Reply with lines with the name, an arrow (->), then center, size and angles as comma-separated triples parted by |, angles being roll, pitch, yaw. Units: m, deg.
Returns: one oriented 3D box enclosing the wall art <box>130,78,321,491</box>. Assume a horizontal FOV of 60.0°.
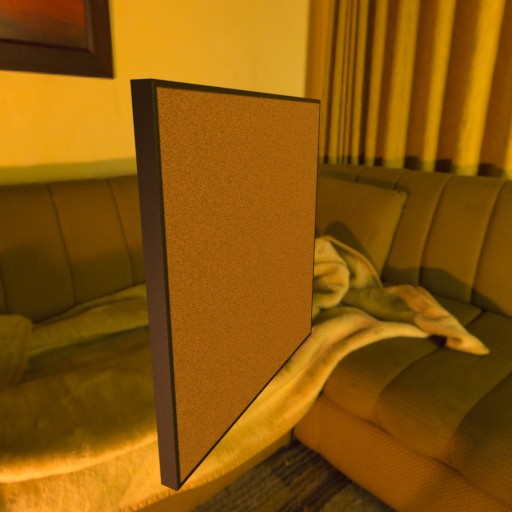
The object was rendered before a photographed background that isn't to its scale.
wall art -> 0.000, 0.000, 0.738 | 0.028, 0.511, 0.513 | 8, 19, 26
